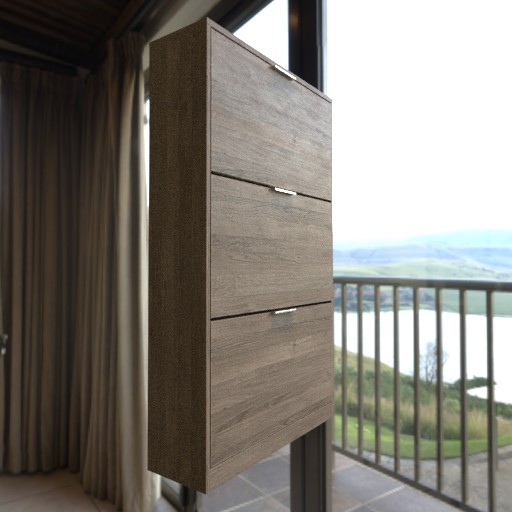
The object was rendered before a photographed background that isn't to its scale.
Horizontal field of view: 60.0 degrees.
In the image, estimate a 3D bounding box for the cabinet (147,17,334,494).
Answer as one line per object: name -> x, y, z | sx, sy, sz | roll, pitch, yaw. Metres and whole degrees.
cabinet -> 0.000, 0.000, 1.555 | 0.250, 1.280, 0.750 | -1, -1, 36
